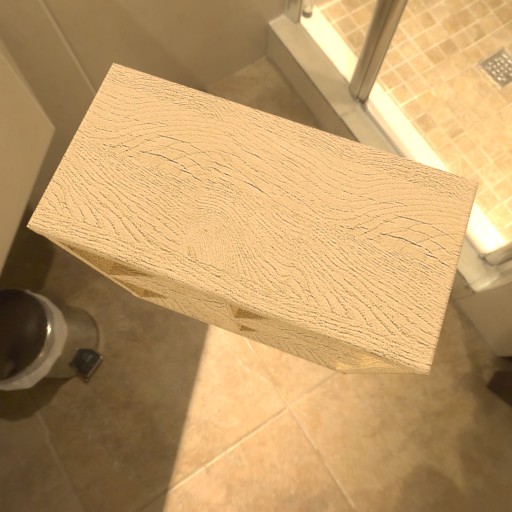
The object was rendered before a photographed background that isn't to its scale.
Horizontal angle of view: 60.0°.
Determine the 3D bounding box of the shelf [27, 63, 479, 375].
[{"bbox_3d":[0.000,0.000,1.238,0.790,0.786,0.390,20,76,5],"label":"shelf"}]
